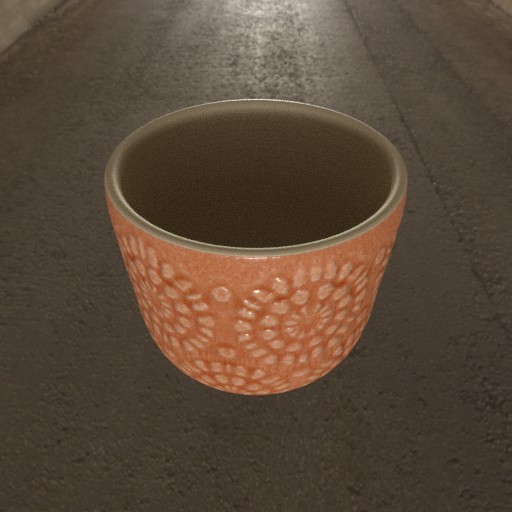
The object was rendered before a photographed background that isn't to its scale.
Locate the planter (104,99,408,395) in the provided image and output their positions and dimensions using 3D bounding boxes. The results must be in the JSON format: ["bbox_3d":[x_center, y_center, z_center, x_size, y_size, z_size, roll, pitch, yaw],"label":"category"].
[{"bbox_3d":[0.000,0.000,0.220,0.124,0.109,0.124,0,42,0],"label":"planter"}]
